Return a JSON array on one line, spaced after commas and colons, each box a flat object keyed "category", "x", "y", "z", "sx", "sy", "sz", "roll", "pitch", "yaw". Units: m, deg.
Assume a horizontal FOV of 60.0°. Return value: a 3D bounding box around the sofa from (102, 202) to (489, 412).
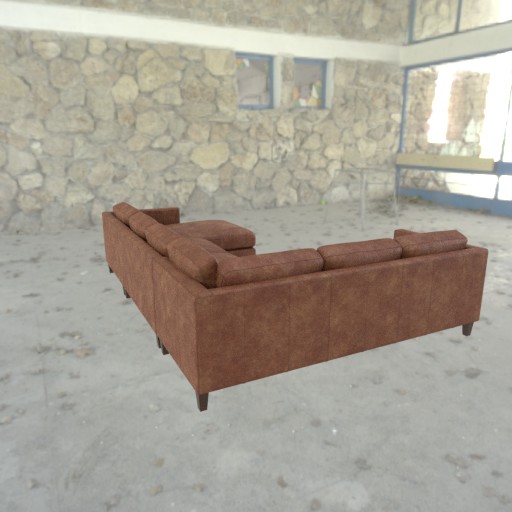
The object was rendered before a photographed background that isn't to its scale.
[{"category": "sofa", "x": 0.000, "y": 0.000, "z": 4.461, "sx": 2.452, "sy": 0.888, "sz": 3.324, "roll": -7, "pitch": 16, "yaw": -26}]
